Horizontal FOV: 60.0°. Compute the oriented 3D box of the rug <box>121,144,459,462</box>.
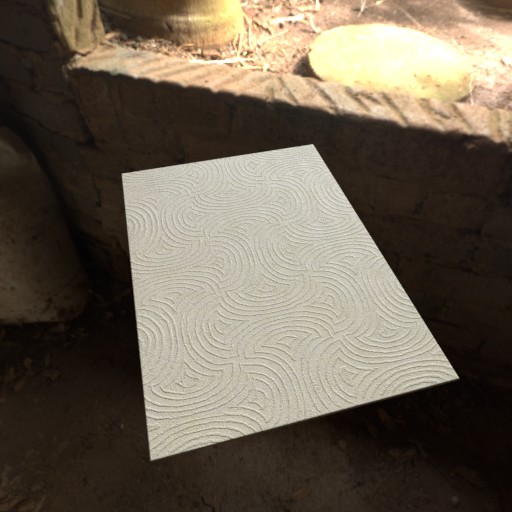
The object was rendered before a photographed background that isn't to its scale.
[{"bbox_3d":[0.000,0.000,2.767,1.526,0.015,2.132,-11,48,-10],"label":"rug"}]
